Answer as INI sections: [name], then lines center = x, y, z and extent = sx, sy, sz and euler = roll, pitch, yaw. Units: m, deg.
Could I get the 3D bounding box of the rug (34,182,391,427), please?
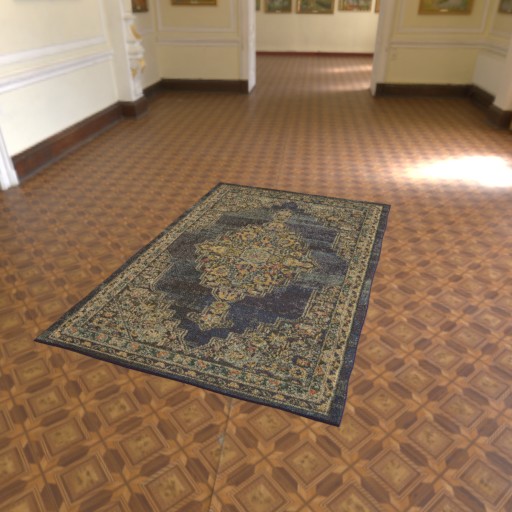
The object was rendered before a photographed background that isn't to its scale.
[rug]
center = 0.000, 0.000, 2.247
extent = 1.184, 0.012, 1.781
euler = 10, 32, 17
